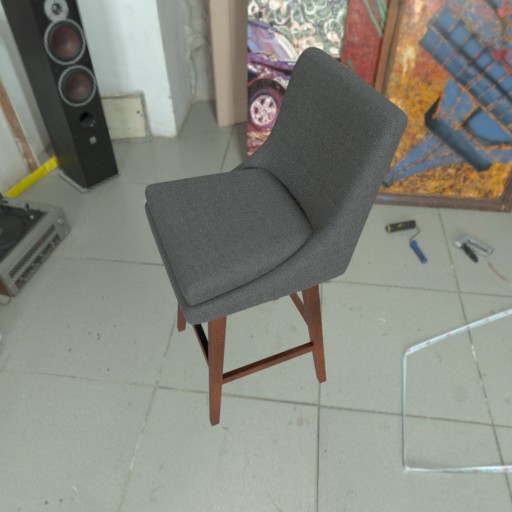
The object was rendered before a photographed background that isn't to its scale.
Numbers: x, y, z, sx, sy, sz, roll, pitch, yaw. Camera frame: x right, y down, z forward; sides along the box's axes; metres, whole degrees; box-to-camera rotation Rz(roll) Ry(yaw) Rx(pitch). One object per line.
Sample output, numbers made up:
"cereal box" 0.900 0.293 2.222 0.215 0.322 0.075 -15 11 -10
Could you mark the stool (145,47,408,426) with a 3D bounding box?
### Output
"stool" 0.000 0.000 1.277 0.524 0.977 0.447 -17 48 -16
